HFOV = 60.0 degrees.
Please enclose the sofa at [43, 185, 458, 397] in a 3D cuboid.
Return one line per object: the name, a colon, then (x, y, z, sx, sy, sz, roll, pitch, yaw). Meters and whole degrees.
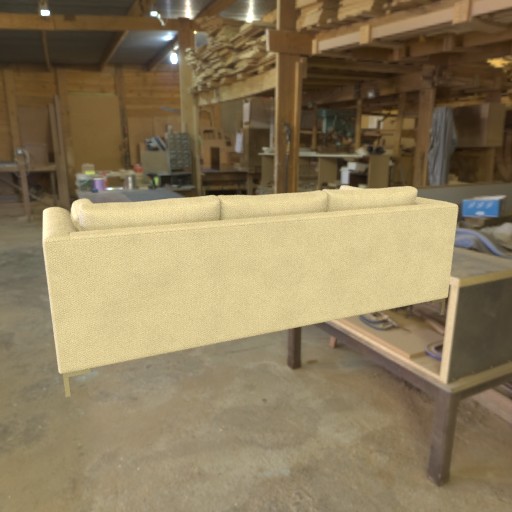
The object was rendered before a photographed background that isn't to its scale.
sofa: (0.000, 0.000, 2.843, 2.415, 0.867, 0.969, -7, 16, -24)
